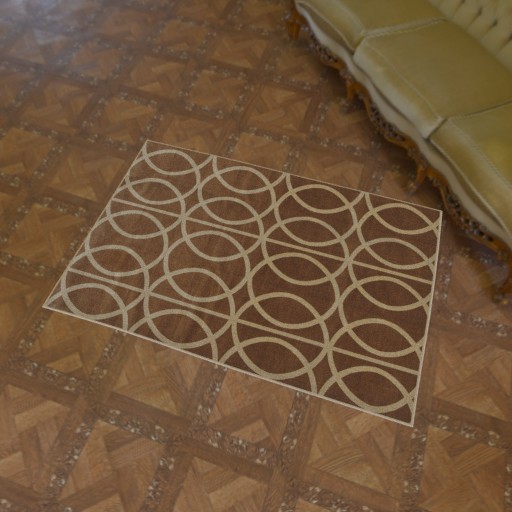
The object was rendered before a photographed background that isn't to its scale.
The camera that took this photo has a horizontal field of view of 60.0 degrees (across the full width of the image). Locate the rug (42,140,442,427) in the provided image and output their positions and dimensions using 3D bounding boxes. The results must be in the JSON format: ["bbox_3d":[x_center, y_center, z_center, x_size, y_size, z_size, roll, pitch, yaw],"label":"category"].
[{"bbox_3d":[0.000,0.000,2.935,2.294,0.014,1.528,15,60,9],"label":"rug"}]
